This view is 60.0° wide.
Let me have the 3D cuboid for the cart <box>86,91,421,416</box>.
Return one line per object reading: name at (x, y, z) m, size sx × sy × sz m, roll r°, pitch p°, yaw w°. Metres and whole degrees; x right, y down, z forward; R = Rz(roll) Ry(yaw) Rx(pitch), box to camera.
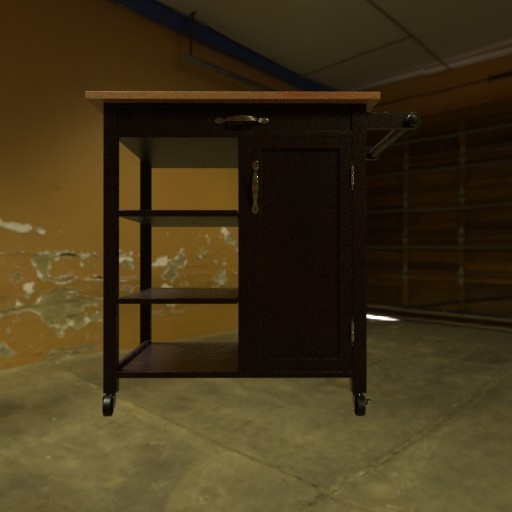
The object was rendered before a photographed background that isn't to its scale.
cart at (0.000, 0.000, 1.422) m, size 0.914 × 0.878 × 0.472 m, roll 0°, pitch 0°, yaw 0°
